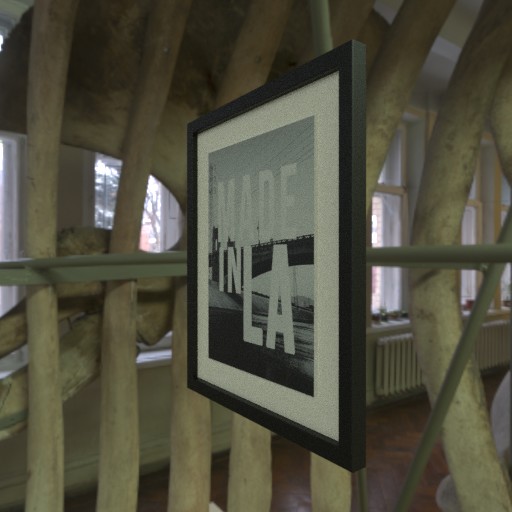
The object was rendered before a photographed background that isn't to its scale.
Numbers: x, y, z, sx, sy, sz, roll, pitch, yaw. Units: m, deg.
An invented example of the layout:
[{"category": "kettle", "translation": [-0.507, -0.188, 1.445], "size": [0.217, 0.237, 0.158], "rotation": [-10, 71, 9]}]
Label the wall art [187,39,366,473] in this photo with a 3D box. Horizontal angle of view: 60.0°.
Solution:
[{"category": "wall art", "translation": [0.000, 0.000, 0.762], "size": [0.028, 0.559, 0.457], "rotation": [0, 0, -36]}]
